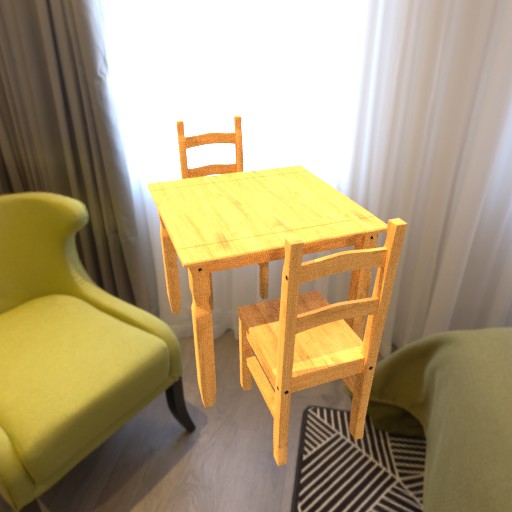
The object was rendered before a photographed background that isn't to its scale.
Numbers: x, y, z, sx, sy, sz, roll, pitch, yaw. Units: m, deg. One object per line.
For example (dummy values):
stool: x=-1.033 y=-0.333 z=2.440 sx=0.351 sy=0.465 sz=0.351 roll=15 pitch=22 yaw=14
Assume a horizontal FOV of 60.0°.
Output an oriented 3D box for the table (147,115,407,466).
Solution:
table: x=0.000 y=0.000 z=2.048 sx=0.813 sy=0.942 sz=1.501 roll=-10 pitch=31 yaw=-18
